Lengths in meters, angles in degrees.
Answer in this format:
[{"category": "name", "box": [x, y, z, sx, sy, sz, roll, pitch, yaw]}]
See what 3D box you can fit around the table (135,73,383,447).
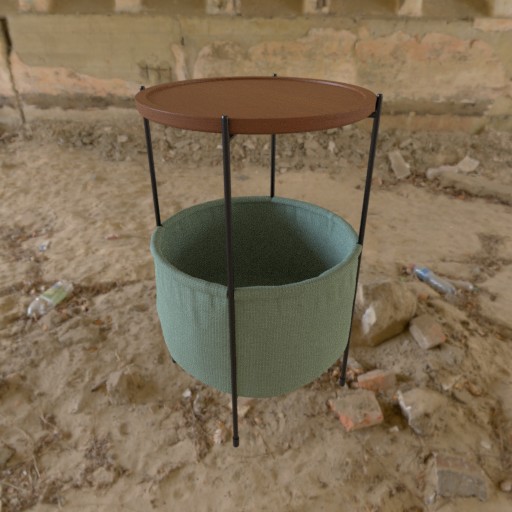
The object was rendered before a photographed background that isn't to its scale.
[{"category": "table", "box": [0.000, 0.000, 0.877, 0.400, 0.623, 0.400, -18, 34, -29]}]
